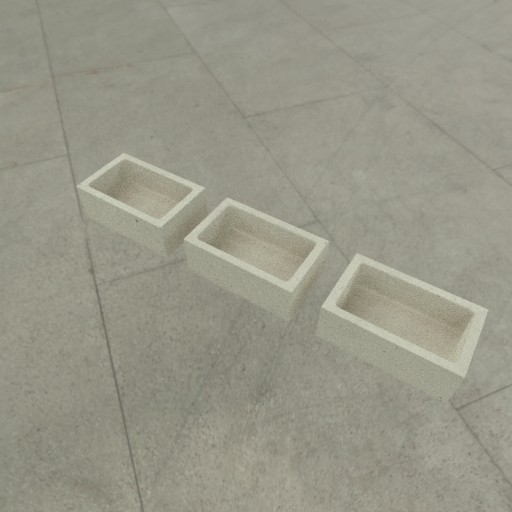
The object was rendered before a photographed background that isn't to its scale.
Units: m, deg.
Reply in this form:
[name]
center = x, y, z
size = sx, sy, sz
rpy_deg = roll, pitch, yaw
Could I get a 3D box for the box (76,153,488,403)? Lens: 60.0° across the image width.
[box]
center = 0.000, 0.000, 0.490
size = 0.461, 0.051, 0.082
rpy_deg = 25, 53, 21
